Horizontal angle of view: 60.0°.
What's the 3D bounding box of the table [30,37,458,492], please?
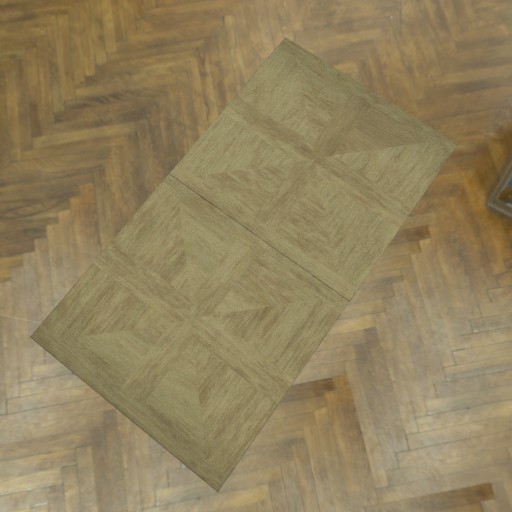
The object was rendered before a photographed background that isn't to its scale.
[{"bbox_3d":[0.000,0.000,2.380,1.016,0.768,1.881,36,79,8],"label":"table"}]
